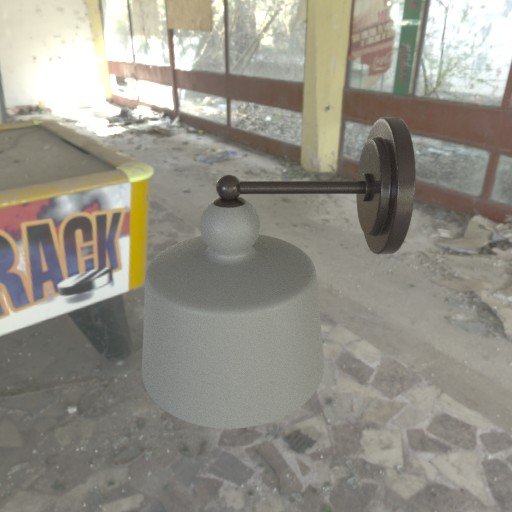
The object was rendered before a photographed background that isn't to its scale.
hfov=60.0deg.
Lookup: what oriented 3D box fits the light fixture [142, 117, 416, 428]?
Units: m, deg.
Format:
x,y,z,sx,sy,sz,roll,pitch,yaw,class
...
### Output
x,y,z,sx,sy,sz,roll,pitch,yaw,class
0.000,0.000,0.446,0.254,0.268,0.204,0,26,0,light fixture
